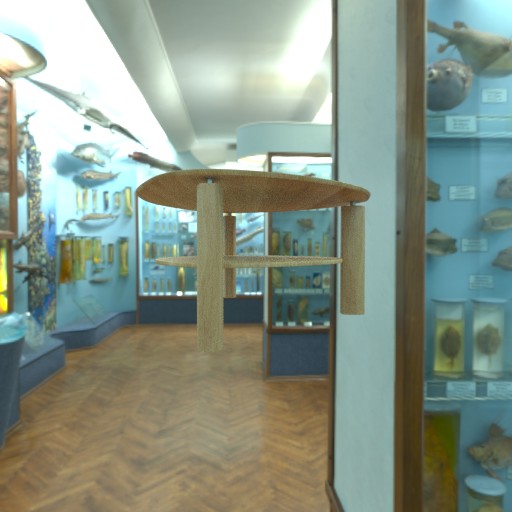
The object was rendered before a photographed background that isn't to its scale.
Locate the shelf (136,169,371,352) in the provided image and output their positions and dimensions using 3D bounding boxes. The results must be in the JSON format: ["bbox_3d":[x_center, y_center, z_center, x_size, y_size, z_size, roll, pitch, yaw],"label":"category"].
[{"bbox_3d":[0.000,0.000,1.673,0.845,0.440,1.246,0,1,-1],"label":"shelf"}]
